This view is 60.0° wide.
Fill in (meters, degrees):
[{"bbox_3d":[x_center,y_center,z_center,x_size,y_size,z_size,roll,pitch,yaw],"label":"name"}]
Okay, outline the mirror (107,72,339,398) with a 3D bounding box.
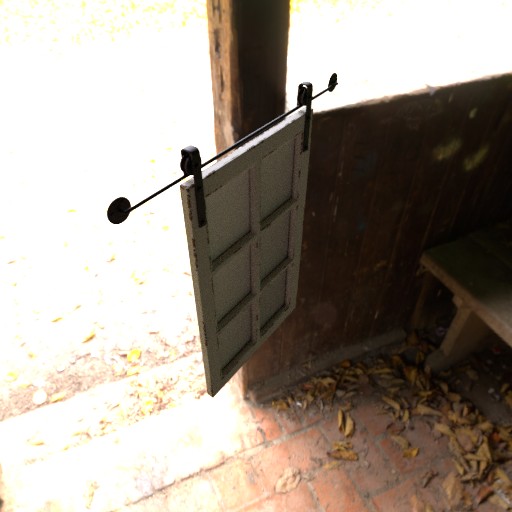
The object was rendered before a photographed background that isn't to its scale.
[{"bbox_3d":[0.000,0.000,1.244,0.037,0.844,0.808,27,48,27],"label":"mirror"}]
